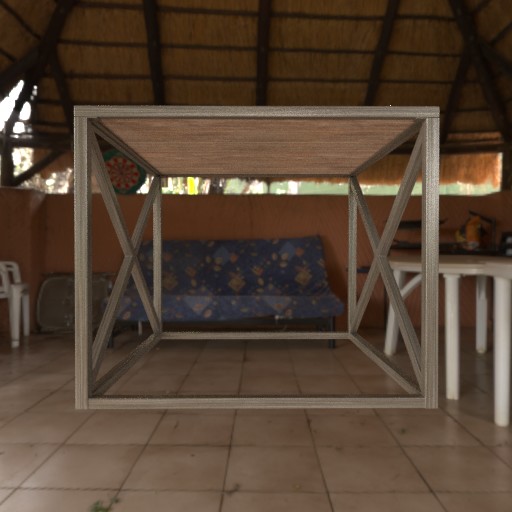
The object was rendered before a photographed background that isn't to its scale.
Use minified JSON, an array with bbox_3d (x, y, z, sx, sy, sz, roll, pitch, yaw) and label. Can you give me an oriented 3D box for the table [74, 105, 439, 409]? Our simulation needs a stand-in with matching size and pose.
[{"bbox_3d":[0.000,0.000,1.046,0.609,0.507,0.611,0,1,0],"label":"table"}]
